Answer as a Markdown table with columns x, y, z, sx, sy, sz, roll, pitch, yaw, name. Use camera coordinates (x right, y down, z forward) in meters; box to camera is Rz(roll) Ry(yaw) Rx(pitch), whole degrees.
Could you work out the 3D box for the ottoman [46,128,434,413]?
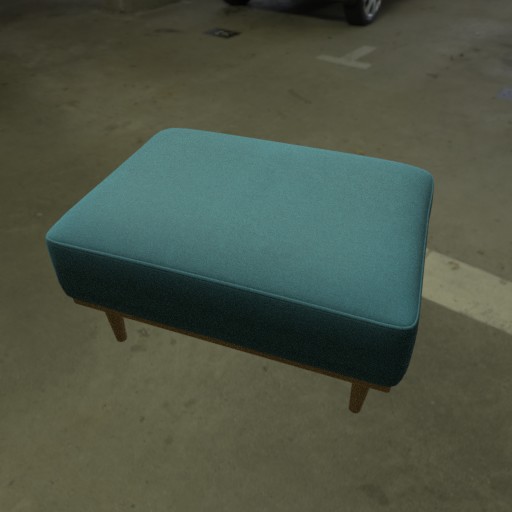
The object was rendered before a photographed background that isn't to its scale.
| x | y | z | sx | sy | sz | roll | pitch | yaw | name |
| --- | --- | --- | --- | --- | --- | --- | --- | --- | --- |
| 0.000 | 0.000 | 1.082 | 0.749 | 0.428 | 0.549 | 13 | 42 | 14 | ottoman |
